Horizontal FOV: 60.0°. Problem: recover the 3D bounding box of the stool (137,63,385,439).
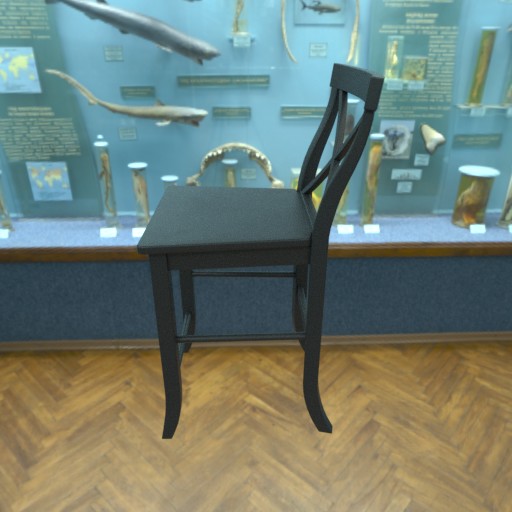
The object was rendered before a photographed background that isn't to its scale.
[{"bbox_3d":[0.000,0.000,1.268,0.559,0.989,0.452,0,27,-1],"label":"stool"}]
